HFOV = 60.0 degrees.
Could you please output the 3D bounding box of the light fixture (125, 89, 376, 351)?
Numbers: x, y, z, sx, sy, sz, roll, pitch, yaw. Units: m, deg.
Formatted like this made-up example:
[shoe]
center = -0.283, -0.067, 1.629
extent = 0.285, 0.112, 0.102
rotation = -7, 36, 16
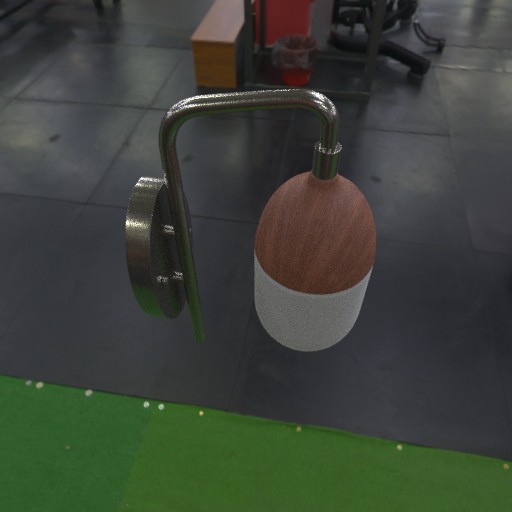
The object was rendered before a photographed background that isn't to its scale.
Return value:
[light fixture]
center = 0.000, 0.000, 0.428
extent = 0.216, 0.343, 0.108
rotation = 9, 48, 8
